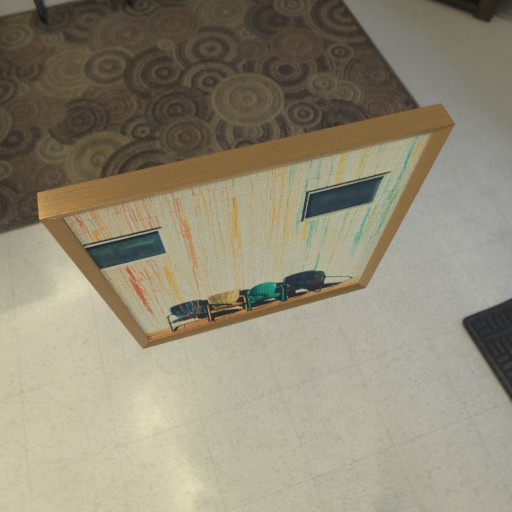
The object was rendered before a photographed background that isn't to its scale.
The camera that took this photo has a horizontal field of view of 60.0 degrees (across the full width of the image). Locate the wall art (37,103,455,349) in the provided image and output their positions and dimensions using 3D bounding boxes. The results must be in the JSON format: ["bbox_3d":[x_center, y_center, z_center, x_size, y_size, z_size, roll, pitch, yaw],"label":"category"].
[{"bbox_3d":[0.000,0.000,0.748,0.505,0.505,0.037,-14,63,-7],"label":"wall art"}]
